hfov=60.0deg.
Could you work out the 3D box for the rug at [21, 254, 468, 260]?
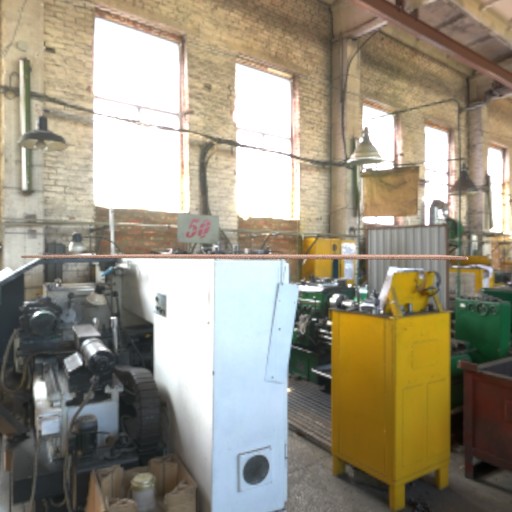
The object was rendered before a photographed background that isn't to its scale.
[{"bbox_3d":[0.000,0.000,2.963,2.390,0.015,1.609,0,0,18],"label":"rug"}]
